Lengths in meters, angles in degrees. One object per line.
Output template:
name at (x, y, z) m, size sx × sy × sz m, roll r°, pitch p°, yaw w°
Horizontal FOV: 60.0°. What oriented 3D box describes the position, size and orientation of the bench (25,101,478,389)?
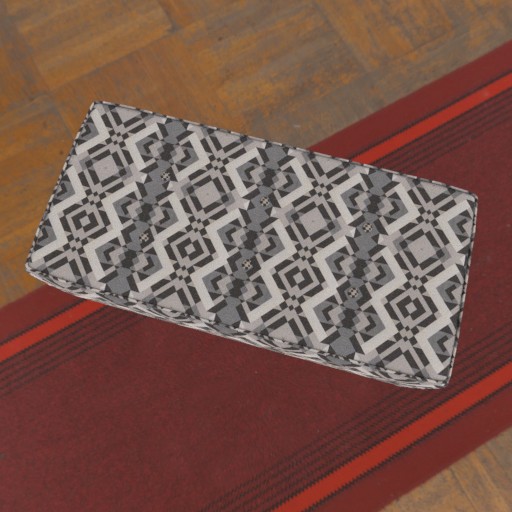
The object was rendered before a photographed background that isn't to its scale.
bench at (0.000, 0.000, 1.267) m, size 1.016 × 0.477 × 0.492 m, roll 15°, pitch 76°, yaw 4°
